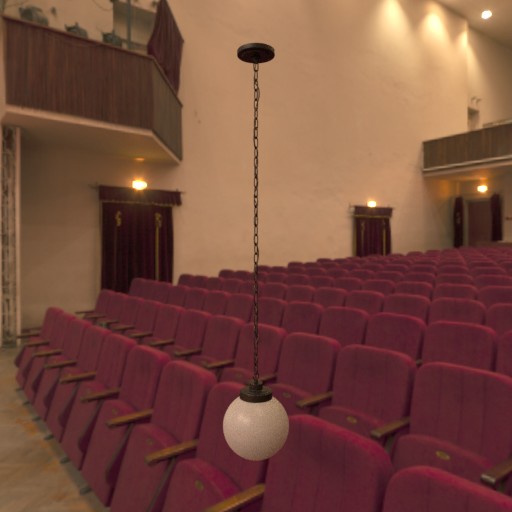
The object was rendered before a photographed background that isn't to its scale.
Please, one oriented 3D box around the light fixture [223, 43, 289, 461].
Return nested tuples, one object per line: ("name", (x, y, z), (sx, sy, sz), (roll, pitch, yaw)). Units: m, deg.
("light fixture", (0.000, 0.000, 2.039), (0.305, 1.867, 0.304), (-1, 1, -37))
